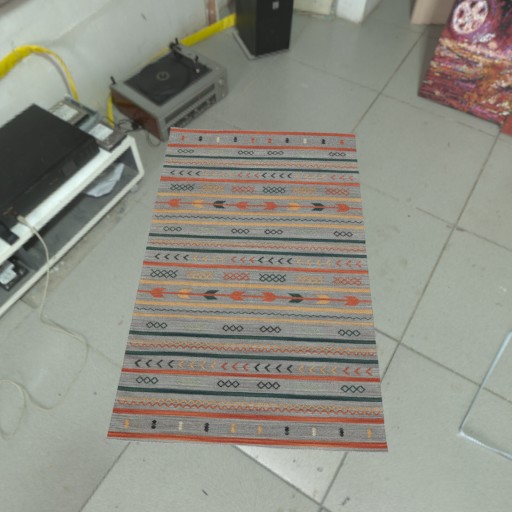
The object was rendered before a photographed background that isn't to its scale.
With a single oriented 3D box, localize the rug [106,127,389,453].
[{"bbox_3d":[0.000,0.000,3.042,1.537,0.029,2.439,2,59,1],"label":"rug"}]
